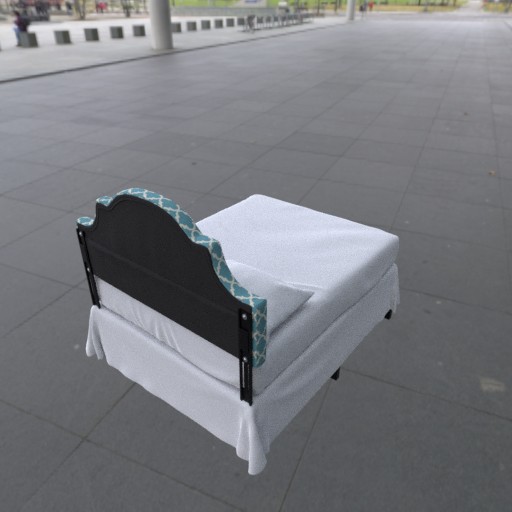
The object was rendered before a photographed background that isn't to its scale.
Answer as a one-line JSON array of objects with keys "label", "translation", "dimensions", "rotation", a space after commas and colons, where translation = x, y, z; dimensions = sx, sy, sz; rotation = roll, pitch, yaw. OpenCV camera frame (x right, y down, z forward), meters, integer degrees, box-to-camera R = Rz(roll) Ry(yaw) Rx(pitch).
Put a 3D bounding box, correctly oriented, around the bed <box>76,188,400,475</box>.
[{"label": "bed", "translation": [0.000, 0.000, 3.440], "dimensions": [1.780, 1.633, 2.222], "rotation": [22, 36, 33]}]
